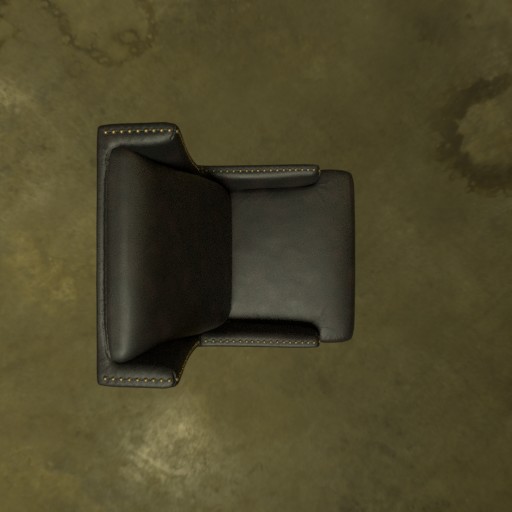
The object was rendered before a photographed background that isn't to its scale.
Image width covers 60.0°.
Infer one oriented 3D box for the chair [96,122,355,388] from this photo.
[{"bbox_3d":[0.000,0.000,1.683,0.799,1.142,0.703,0,90,2],"label":"chair"}]
